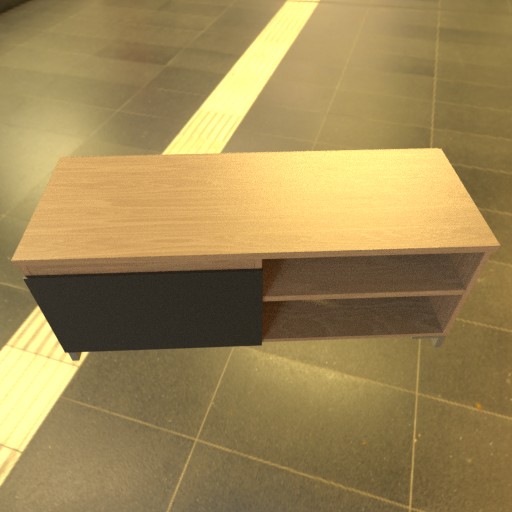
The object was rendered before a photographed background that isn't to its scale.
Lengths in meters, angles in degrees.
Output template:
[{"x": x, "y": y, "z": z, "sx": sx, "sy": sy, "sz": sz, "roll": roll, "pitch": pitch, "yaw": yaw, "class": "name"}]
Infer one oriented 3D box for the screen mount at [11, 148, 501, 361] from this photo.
[{"x": 0.000, "y": 0.000, "z": 1.275, "sx": 1.084, "sy": 0.432, "sz": 0.406, "roll": -2, "pitch": 46, "yaw": -2, "class": "screen mount"}]
